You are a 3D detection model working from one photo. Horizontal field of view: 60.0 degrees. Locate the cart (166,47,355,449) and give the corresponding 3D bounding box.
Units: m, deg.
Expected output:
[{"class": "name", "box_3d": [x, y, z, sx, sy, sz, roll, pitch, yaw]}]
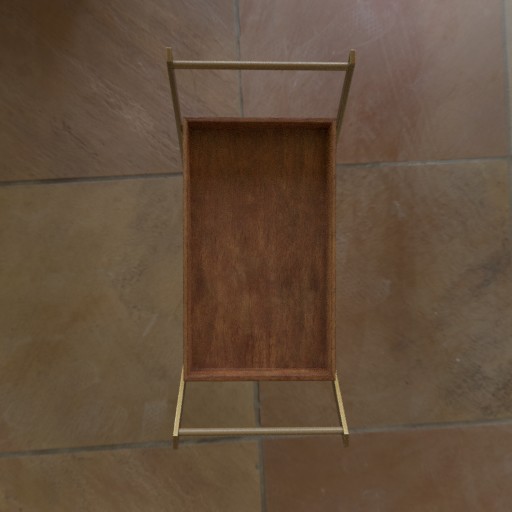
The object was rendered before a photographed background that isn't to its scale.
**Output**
[{"class": "cart", "box_3d": [0.000, 0.000, 1.319, 0.405, 0.869, 0.836, 0, 91, -1]}]
